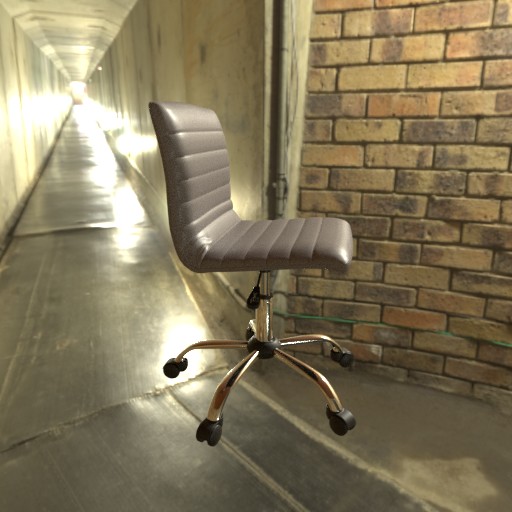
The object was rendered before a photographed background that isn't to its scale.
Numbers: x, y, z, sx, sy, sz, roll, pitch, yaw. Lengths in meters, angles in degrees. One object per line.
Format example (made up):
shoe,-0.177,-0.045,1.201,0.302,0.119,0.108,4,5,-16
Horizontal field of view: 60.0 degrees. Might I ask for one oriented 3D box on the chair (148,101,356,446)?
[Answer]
chair,0.000,0.000,1.139,0.542,0.750,0.569,3,16,11
